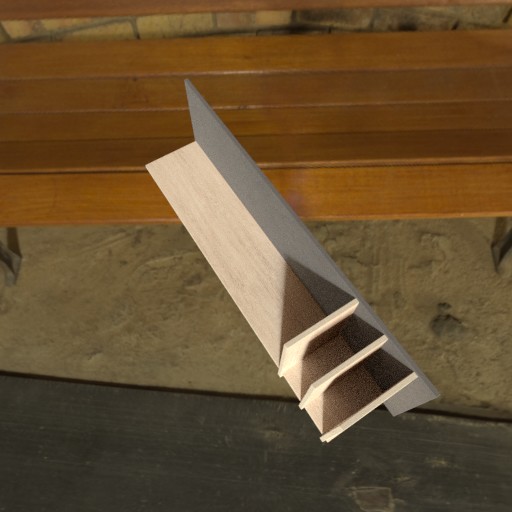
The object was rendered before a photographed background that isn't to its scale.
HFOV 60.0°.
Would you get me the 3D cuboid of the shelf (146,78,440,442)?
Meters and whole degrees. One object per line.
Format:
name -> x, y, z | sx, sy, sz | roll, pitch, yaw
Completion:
shelf -> 0.000, 0.000, 1.163 | 0.200, 0.300, 1.020 | -30, 67, -14
